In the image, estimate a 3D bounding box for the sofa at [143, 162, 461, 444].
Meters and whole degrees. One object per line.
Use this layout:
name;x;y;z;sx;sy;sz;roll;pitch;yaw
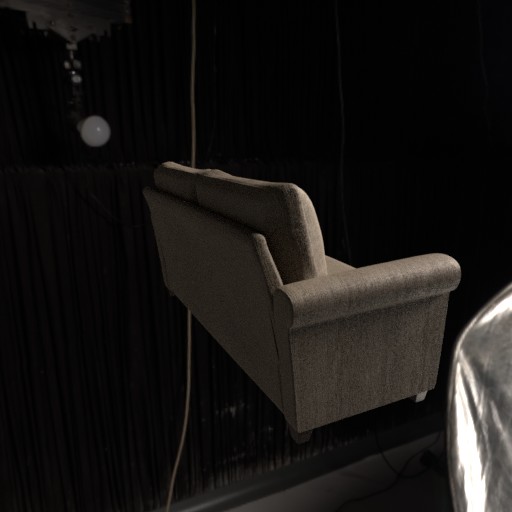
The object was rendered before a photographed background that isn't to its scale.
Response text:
sofa;0.000;0.000;2.407;0.842;0.942;1.935;-7;17;-25
